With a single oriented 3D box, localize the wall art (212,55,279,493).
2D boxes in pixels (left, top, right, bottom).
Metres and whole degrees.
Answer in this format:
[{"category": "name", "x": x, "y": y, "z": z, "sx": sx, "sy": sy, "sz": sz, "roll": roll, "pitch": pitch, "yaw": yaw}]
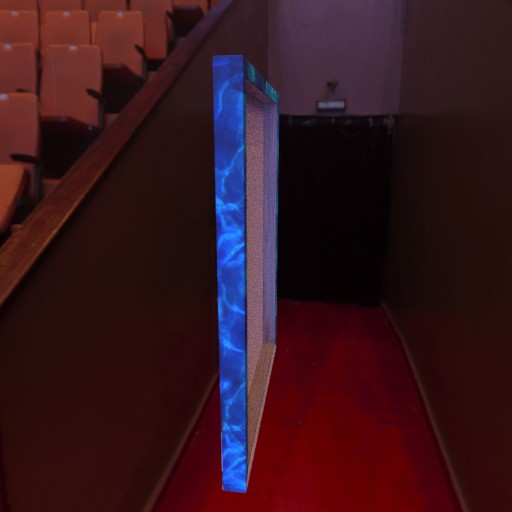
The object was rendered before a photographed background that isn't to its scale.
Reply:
[{"category": "wall art", "x": 0.000, "y": 0.000, "z": 0.860, "sx": 0.038, "sy": 0.635, "sz": 0.508, "roll": 2, "pitch": 15, "yaw": 8}]
